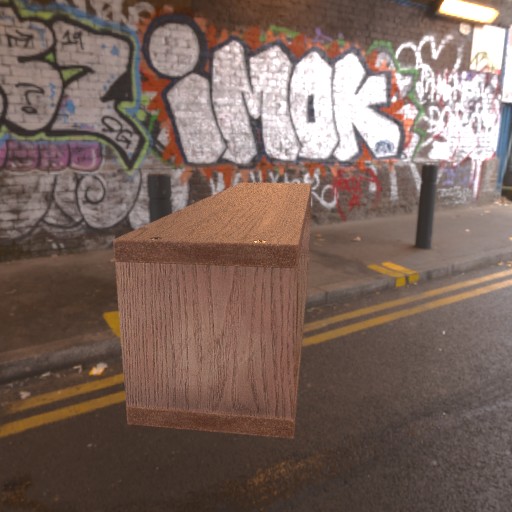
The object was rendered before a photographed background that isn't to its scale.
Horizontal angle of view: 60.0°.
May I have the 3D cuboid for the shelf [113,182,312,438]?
[{"bbox_3d":[0.000,0.000,0.663,0.150,0.170,0.610,2,14,8],"label":"shelf"}]
